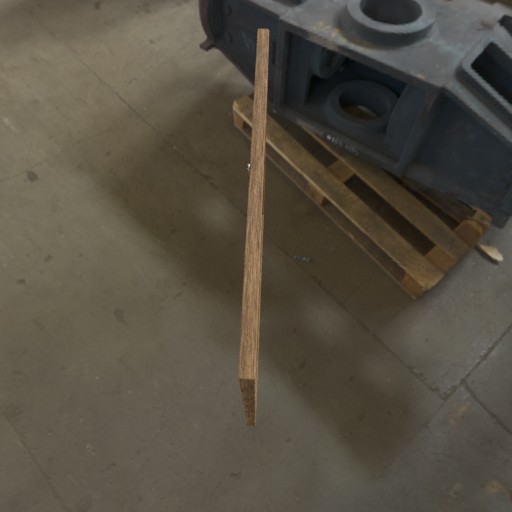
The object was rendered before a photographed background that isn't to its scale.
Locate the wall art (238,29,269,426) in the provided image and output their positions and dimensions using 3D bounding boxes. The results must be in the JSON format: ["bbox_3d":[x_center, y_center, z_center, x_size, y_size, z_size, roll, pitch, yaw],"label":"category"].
[{"bbox_3d":[0.000,0.000,0.847,0.021,0.576,0.561,2,64,1],"label":"wall art"}]
